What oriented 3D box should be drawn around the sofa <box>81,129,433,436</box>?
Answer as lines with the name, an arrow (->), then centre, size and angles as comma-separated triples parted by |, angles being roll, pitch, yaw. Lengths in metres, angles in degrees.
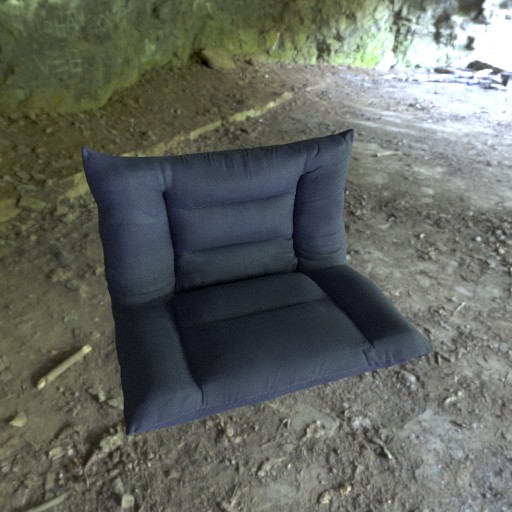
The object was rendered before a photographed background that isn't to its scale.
sofa -> 0.000, 0.000, 1.685 | 1.122, 0.778, 0.849 | -10, 32, -17
